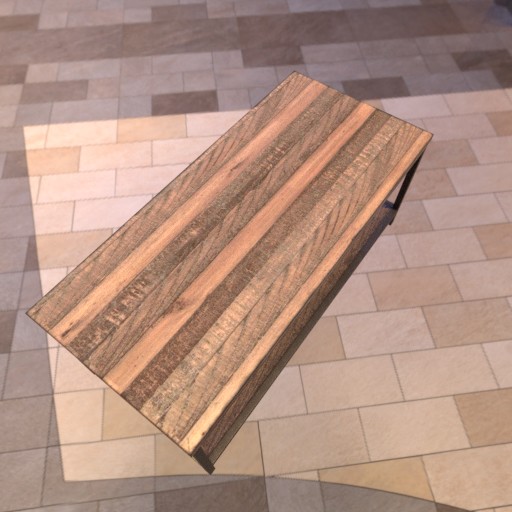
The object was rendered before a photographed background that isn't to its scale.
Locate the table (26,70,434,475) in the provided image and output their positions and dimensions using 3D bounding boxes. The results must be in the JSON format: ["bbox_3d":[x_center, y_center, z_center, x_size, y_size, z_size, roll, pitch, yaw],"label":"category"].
[{"bbox_3d":[0.000,0.000,1.222,0.452,0.399,0.990,32,64,18],"label":"table"}]
